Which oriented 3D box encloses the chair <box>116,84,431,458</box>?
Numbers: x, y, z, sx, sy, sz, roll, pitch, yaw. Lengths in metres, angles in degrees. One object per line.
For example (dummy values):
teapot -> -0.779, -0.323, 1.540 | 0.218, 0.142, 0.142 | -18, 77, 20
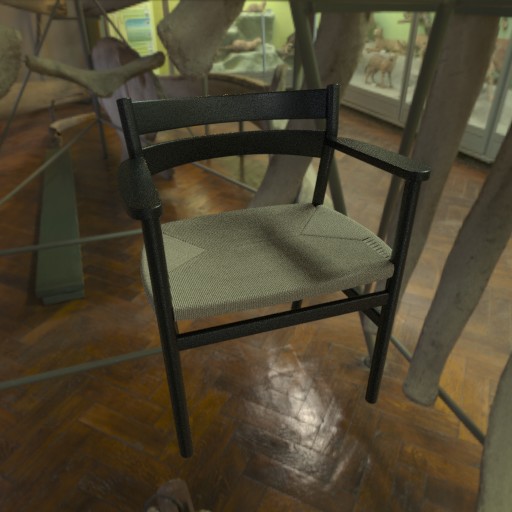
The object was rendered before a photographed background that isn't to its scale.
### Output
chair -> 0.000, 0.000, 1.162 | 0.630, 0.775, 0.508 | -10, 33, -16
